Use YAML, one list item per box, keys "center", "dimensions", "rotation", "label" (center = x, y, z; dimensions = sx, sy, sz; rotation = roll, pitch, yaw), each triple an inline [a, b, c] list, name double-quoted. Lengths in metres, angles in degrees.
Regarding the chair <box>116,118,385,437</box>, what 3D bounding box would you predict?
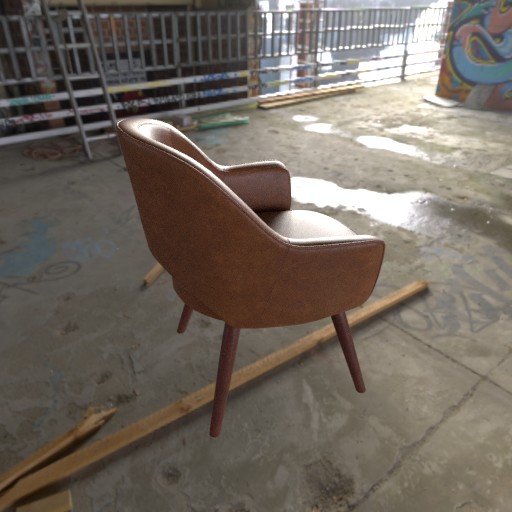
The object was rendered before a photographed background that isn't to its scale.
- center: [0.000, 0.000, 1.240]
  dimensions: [0.640, 0.777, 0.591]
  rotation: [-10, 32, -17]
  label: "chair"
